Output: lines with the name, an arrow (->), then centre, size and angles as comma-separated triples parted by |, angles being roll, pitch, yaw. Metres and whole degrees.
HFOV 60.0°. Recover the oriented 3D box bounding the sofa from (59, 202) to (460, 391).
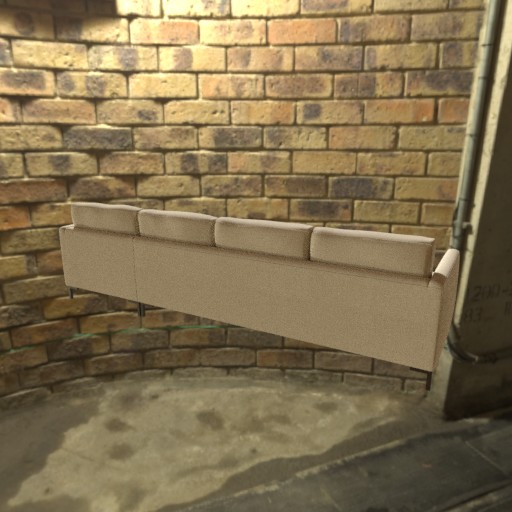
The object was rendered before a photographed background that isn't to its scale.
sofa -> 0.000, 0.000, 2.899 | 2.445, 0.677, 1.126 | 8, 17, 28
